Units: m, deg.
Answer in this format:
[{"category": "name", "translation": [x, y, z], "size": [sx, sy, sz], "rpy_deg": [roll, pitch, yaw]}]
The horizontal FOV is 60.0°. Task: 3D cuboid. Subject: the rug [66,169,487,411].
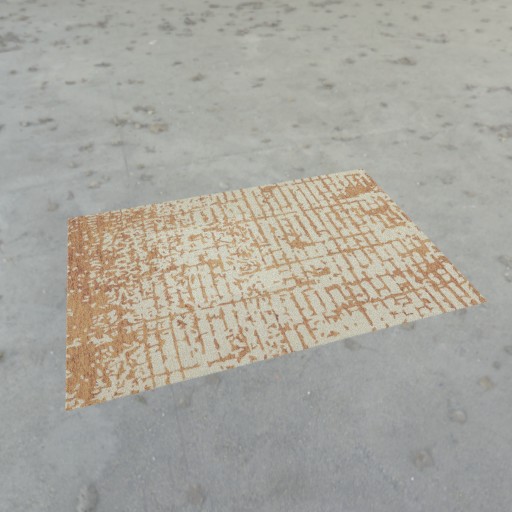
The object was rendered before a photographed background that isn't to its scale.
[{"category": "rug", "translation": [0.000, 0.000, 2.251], "size": [1.829, 0.011, 1.219], "rpy_deg": [-12, 43, -13]}]
